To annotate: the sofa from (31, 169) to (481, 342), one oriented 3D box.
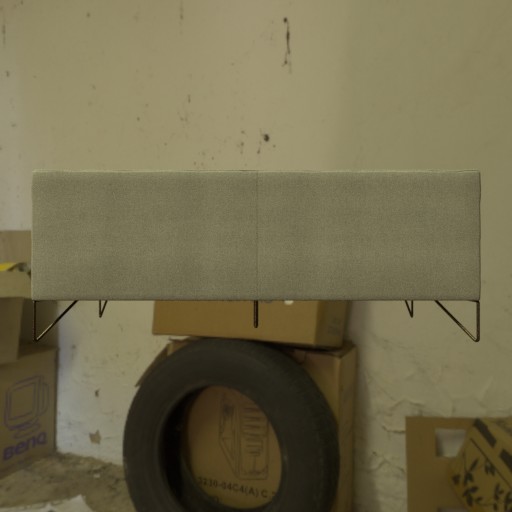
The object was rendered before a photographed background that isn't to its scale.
[{"bbox_3d":[0.000,0.000,2.462,2.079,0.798,0.912,0,0,0],"label":"sofa"}]
